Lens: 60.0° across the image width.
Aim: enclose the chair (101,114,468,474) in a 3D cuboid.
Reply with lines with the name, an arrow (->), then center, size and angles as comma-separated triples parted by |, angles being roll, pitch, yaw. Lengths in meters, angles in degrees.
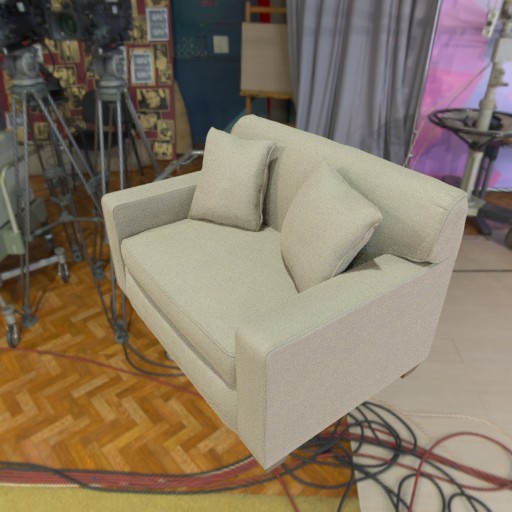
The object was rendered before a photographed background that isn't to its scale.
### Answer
chair -> 0.000, 0.000, 2.053 | 1.000, 0.948, 1.383 | -21, 38, -30
